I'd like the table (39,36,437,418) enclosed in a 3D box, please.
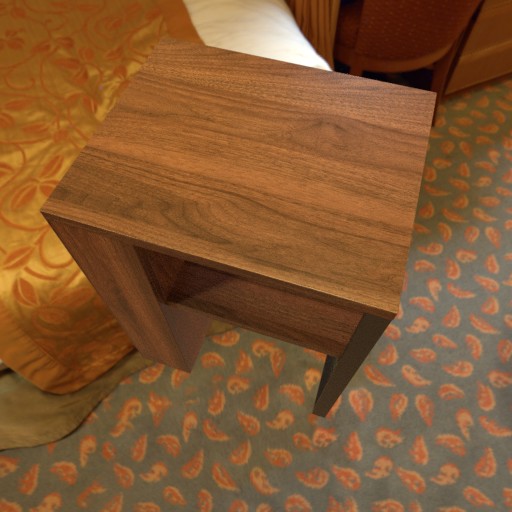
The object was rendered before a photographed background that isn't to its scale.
[{"bbox_3d":[0.000,0.000,1.517,0.786,1.041,0.660,16,61,9],"label":"table"}]
